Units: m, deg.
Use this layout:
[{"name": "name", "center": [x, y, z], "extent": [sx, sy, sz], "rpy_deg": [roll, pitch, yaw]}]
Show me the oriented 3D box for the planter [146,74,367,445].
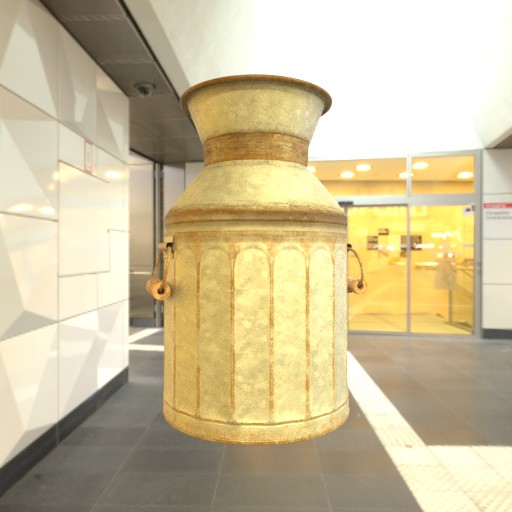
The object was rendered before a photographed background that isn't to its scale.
[{"name": "planter", "center": [0.000, 0.000, 0.521], "extent": [0.248, 0.358, 0.215], "rpy_deg": [0, 0, -18]}]
